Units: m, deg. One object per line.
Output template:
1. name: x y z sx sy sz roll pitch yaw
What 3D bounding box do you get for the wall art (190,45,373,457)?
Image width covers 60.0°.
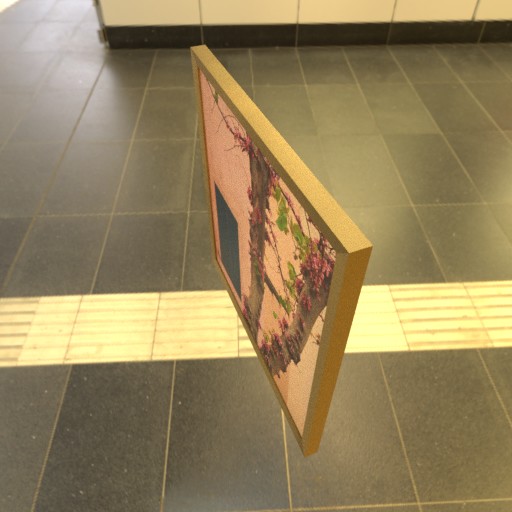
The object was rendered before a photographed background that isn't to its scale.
1. wall art: 0.000 0.000 1.125 0.038 0.762 0.762 -16 48 -15
